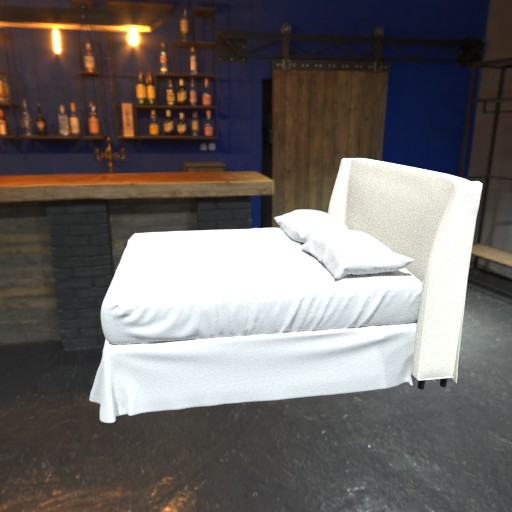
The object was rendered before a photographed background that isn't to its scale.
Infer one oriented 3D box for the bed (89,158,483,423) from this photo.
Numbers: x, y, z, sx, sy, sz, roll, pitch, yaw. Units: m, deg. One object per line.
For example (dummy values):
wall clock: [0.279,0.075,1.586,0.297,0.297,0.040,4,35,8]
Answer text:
bed: [0.000,0.000,3.359,2.276,1.332,1.925,-3,17,-9]
